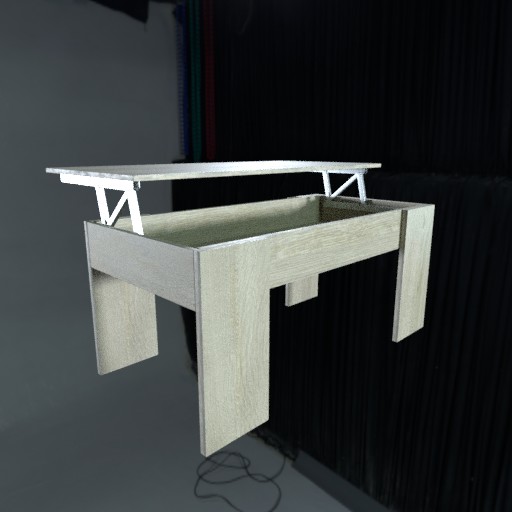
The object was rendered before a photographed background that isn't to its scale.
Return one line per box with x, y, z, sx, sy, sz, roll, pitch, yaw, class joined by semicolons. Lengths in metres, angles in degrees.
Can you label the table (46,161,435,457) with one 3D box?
0.000;0.000;1.437;1.000;0.570;0.711;-13;19;-43;table
